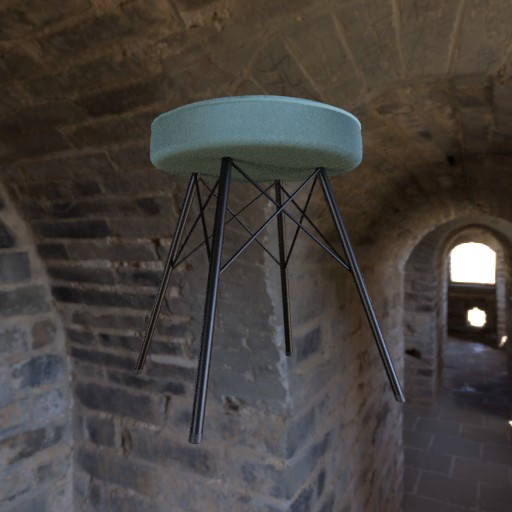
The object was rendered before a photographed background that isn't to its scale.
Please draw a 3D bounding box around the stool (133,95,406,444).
[{"bbox_3d":[0.000,0.000,0.879,0.457,0.519,0.458,0,0,-18],"label":"stool"}]
